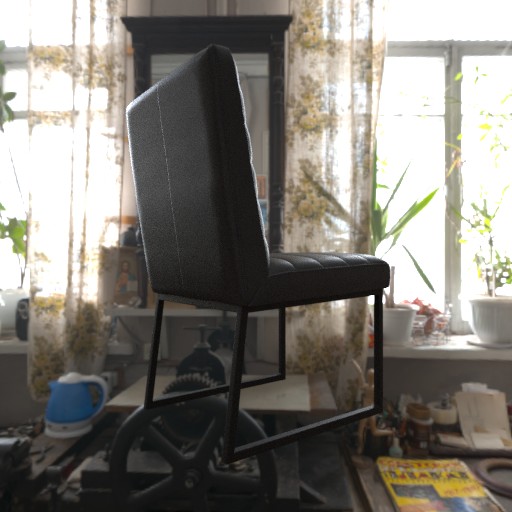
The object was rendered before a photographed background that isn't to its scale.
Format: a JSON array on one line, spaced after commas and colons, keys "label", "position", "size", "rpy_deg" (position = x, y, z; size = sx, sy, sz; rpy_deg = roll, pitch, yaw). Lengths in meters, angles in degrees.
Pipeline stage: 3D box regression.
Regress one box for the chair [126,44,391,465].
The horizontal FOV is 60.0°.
[{"label": "chair", "position": [0.000, 0.000, 1.323], "size": [0.634, 0.930, 0.520], "rpy_deg": [0, 0, -37]}]
